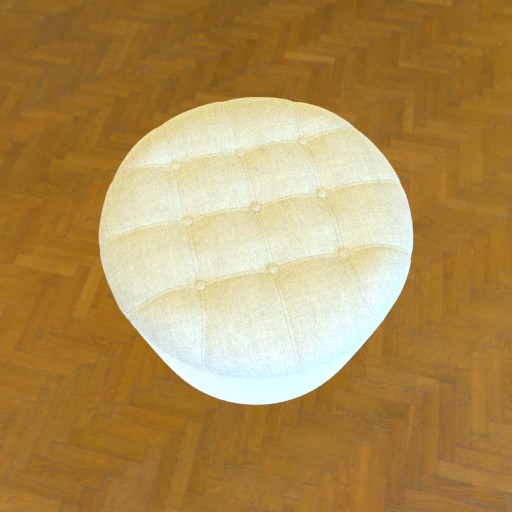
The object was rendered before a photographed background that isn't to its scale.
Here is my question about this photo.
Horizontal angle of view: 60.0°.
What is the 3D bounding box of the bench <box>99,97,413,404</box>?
[{"bbox_3d":[0.000,0.000,1.005,0.600,0.453,0.600,0,65,0],"label":"bench"}]
